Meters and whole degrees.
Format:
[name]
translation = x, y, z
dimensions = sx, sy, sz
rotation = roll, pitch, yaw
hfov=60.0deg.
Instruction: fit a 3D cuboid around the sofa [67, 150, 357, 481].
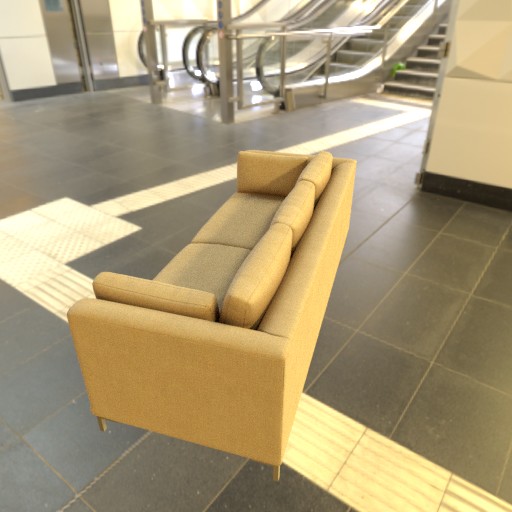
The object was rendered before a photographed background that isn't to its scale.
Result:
[sofa]
translation = 0.000, 0.000, 2.883
dimensions = 0.969, 0.867, 2.415
rotation = 9, 31, 15
